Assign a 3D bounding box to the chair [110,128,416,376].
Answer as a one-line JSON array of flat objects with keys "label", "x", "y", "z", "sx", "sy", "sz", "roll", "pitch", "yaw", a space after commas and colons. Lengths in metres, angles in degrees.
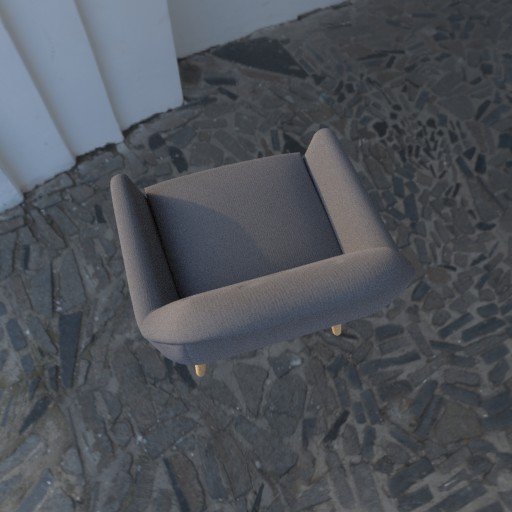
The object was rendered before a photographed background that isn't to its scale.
[{"label": "chair", "x": 0.000, "y": 0.000, "z": 1.392, "sx": 0.770, "sy": 0.800, "sz": 0.779, "roll": -15, "pitch": 60, "yaw": -9}]
